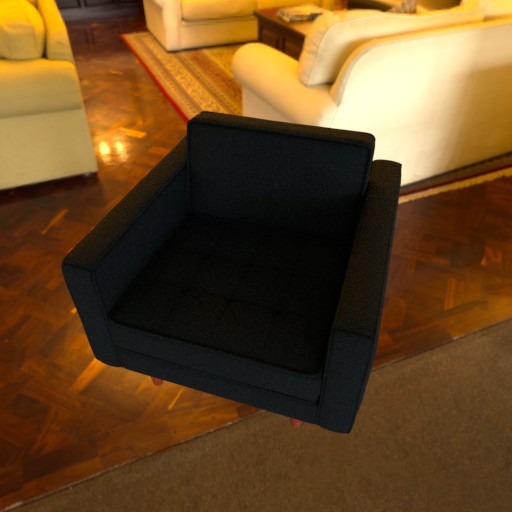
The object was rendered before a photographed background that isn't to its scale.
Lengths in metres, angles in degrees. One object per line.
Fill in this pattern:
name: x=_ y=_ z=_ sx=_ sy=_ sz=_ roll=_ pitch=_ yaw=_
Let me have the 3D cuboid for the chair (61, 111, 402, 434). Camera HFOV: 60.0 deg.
chair: x=0.000 y=0.000 z=1.583 sx=0.899 sy=0.770 sz=0.920 roll=12 pitch=42 yaw=14
